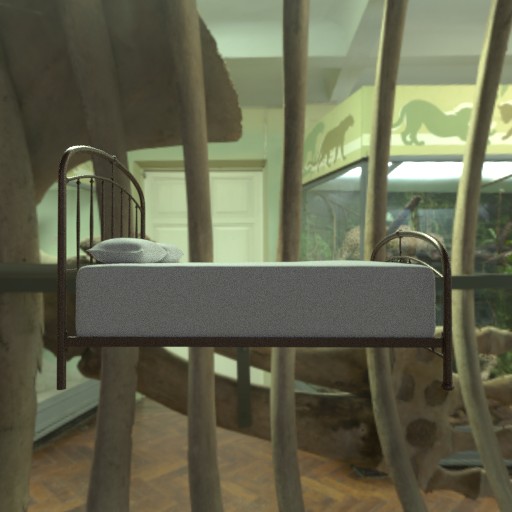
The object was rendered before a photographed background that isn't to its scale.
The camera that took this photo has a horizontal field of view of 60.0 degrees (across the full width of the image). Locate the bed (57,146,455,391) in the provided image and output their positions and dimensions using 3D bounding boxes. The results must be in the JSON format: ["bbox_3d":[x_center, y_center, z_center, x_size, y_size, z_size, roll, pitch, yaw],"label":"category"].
[{"bbox_3d":[0.000,0.000,3.243,2.168,1.475,1.711,0,-1,1],"label":"bed"}]
